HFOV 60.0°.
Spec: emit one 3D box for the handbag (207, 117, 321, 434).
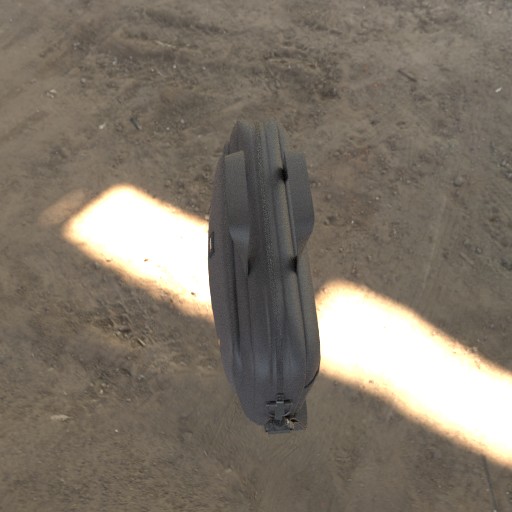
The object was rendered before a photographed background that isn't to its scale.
[{"bbox_3d":[0.000,0.000,0.584,0.126,0.330,0.429,-4,60,-2],"label":"handbag"}]
